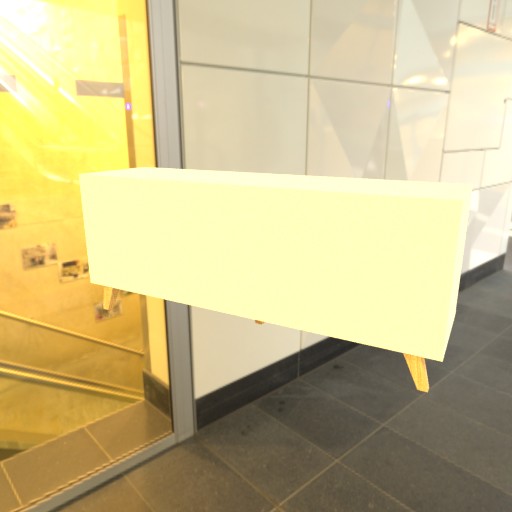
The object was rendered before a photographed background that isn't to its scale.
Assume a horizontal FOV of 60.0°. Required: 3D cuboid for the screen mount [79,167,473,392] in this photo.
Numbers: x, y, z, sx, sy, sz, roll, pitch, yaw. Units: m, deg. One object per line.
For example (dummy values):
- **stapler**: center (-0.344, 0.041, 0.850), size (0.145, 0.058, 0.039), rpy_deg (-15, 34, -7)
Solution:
- **screen mount**: center (0.000, 0.000, 1.792), size (1.490, 0.619, 0.400), rpy_deg (9, 18, 27)
